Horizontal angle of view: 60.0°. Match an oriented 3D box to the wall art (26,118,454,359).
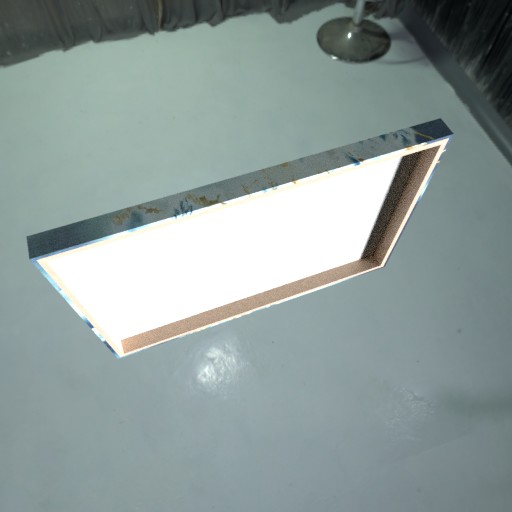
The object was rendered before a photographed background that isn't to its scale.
[{"bbox_3d":[0.000,0.000,0.781,0.607,0.405,0.036,-18,61,-10],"label":"wall art"}]
